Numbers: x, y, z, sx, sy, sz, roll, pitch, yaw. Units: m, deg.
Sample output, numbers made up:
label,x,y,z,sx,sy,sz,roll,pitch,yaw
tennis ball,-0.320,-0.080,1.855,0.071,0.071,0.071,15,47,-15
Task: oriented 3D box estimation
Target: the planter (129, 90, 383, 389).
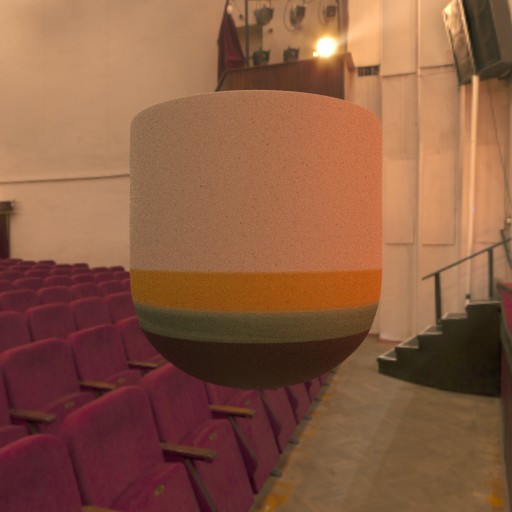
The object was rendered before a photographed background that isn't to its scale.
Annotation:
label,x,y,z,sx,sy,sz,roll,pitch,yaw
planter,0.000,0.000,0.489,0.268,0.270,0.268,0,1,0
